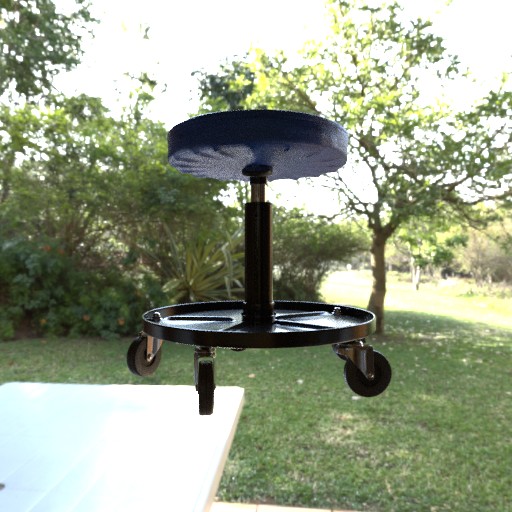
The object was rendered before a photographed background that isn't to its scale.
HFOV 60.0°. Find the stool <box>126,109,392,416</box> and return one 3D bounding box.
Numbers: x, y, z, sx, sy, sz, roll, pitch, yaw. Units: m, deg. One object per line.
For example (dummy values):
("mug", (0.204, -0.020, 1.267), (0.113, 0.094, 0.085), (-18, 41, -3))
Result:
("stool", (0.000, 0.000, 0.671), (0.381, 0.365, 0.382), (0, 0, 1))
